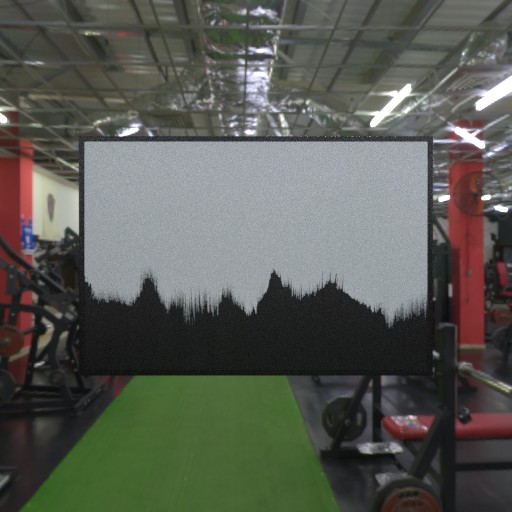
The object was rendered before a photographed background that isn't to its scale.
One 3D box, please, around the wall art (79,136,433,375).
[{"bbox_3d":[0.000,0.000,0.834,0.659,0.446,0.022,0,0,0],"label":"wall art"}]
